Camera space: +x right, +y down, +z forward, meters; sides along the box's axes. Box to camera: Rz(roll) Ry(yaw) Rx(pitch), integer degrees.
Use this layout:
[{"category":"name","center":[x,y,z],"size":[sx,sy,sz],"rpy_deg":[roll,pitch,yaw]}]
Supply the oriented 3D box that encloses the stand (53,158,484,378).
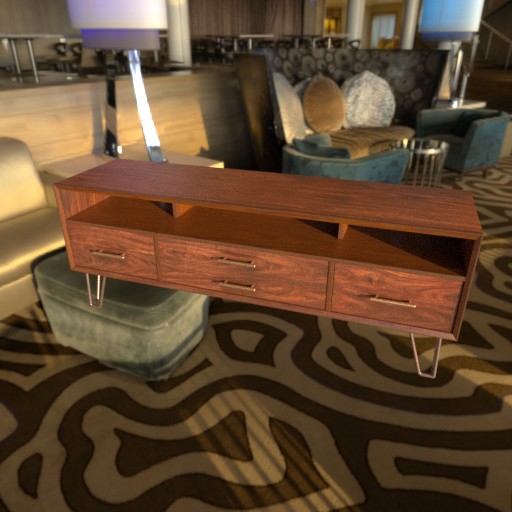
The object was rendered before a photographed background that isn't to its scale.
[{"category":"stand","center":[0.000,0.000,1.918],"size":[1.626,0.610,0.481],"rpy_deg":[9,28,17]}]
